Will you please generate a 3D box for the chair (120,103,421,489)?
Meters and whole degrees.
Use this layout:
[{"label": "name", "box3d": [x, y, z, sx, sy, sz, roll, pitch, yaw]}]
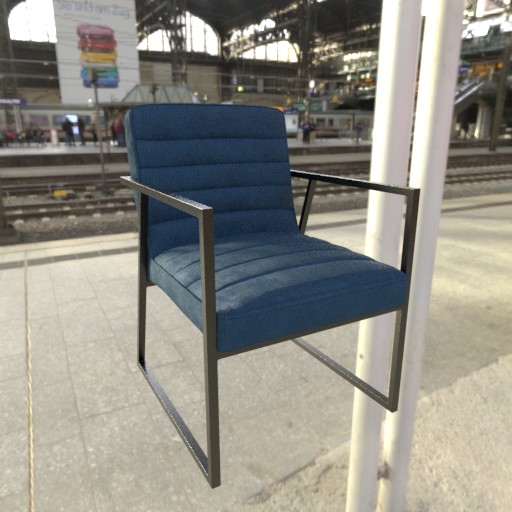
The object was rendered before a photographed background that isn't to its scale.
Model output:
[{"label": "chair", "box3d": [0.000, 0.000, 1.247, 0.571, 0.833, 0.677, -9, 19, -28]}]
